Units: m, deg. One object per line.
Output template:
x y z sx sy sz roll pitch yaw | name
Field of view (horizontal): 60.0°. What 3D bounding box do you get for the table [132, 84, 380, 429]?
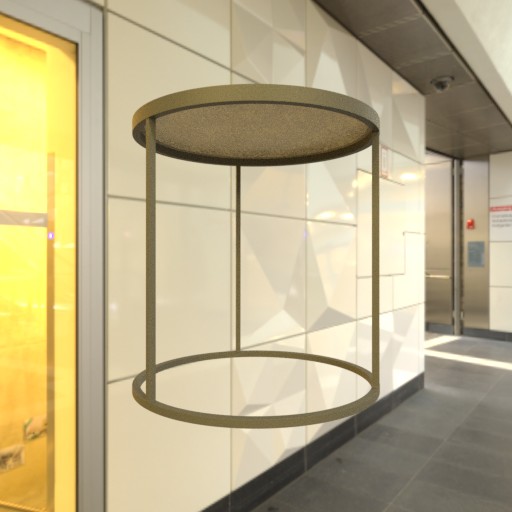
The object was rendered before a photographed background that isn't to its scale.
0.000 0.000 0.873 0.470 0.498 0.470 0 0 0 | table
